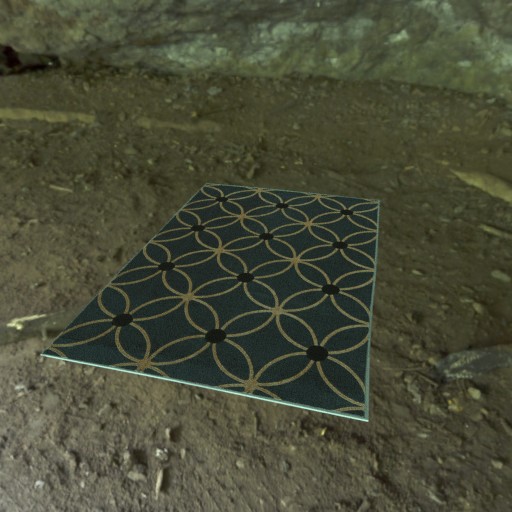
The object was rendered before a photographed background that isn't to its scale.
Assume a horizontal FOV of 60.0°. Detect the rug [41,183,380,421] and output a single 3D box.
[{"bbox_3d":[0.000,0.000,2.874,1.522,0.008,2.284,7,31,12],"label":"rug"}]
